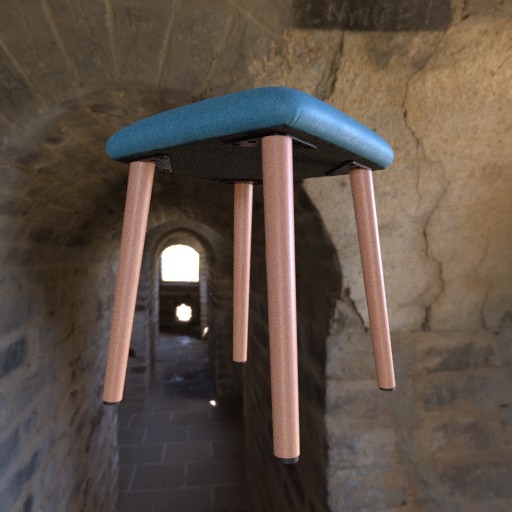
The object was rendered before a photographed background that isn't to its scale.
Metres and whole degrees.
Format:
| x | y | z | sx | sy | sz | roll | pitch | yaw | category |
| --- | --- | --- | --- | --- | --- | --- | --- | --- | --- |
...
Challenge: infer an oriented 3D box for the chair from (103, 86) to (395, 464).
| x | y | z | sx | sy | sz | roll | pitch | yaw | category |
| --- | --- | --- | --- | --- | --- | --- | --- | --- | --- |
| 0.000 | 0.000 | 0.715 | 0.360 | 0.450 | 0.360 | 0 | 0 | 36 | chair |
